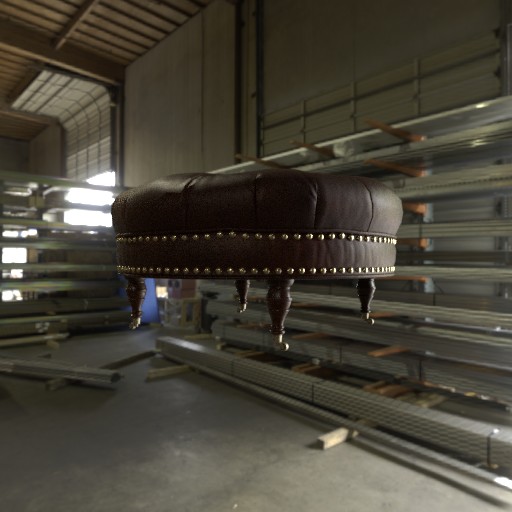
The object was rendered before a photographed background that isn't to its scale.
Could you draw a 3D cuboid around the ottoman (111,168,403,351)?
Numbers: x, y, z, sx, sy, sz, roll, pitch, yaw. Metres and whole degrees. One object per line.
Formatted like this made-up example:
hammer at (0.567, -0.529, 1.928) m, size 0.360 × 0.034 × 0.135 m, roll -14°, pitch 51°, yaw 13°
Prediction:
ottoman at (0.000, 0.000, 1.421) m, size 0.901 × 0.455 × 0.901 m, roll 0°, pitch -1°, yaw 0°
